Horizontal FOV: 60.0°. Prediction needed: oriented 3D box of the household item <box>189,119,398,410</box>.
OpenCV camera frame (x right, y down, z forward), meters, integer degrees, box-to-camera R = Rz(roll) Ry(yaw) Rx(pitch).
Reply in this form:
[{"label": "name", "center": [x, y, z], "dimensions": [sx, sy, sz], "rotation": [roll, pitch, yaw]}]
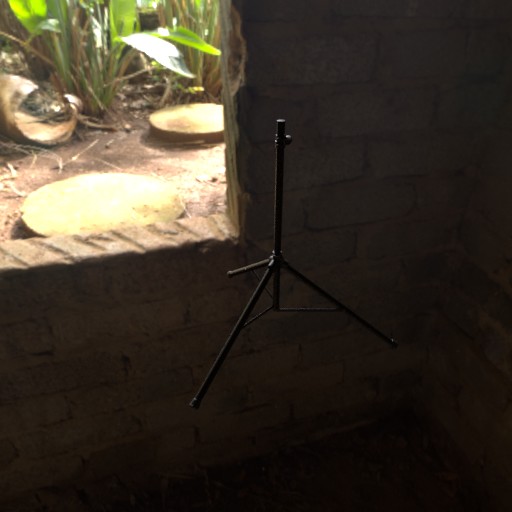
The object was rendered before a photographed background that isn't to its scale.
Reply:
[{"label": "household item", "center": [0.000, 0.000, 2.790], "dimensions": [1.596, 1.595, 1.339], "rotation": [22, 37, 32]}]
